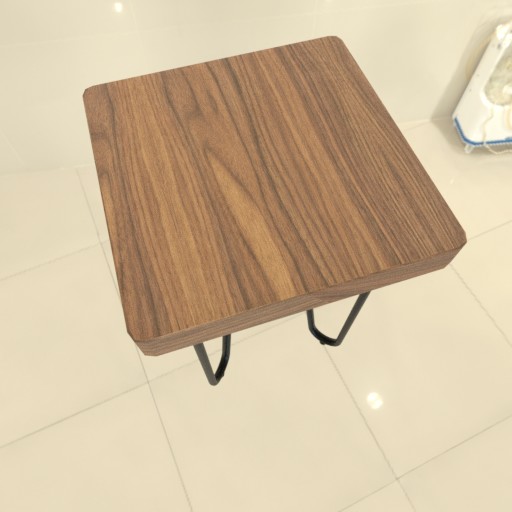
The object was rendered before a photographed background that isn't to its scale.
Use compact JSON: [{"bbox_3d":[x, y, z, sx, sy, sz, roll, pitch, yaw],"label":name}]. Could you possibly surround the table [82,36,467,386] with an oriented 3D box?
[{"bbox_3d":[0.000,0.000,0.968,0.479,0.641,0.480,-16,63,-8],"label":"table"}]
